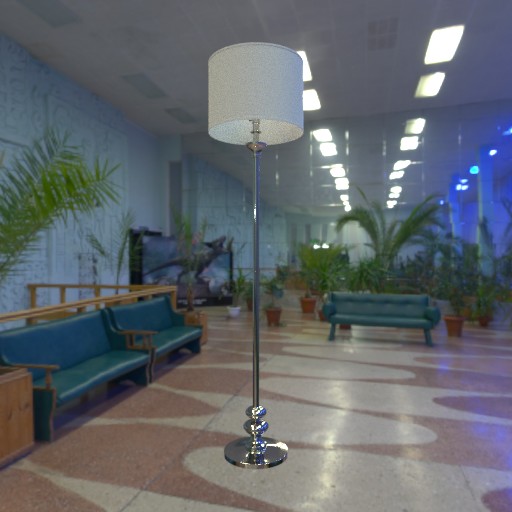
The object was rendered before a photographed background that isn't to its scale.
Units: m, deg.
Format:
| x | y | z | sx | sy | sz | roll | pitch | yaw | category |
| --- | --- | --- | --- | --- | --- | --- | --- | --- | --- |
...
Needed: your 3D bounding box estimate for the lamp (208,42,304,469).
| x | y | z | sx | sy | sz | roll | pitch | yaw | category |
| --- | --- | --- | --- | --- | --- | --- | --- | --- | --- |
| 0.000 | 0.000 | 1.665 | 0.356 | 1.487 | 0.356 | 0 | 0 | 17 | lamp |
